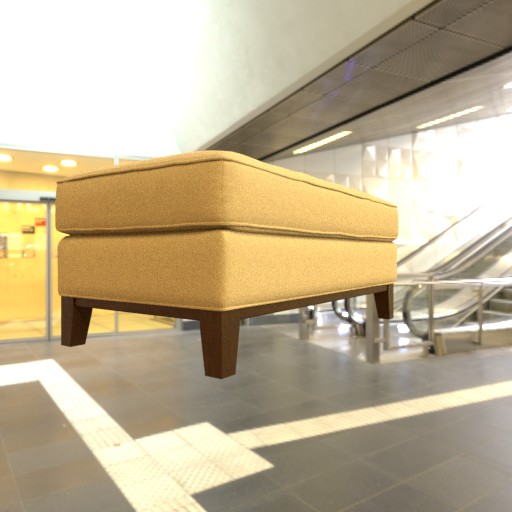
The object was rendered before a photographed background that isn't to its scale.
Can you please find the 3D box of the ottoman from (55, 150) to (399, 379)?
[{"bbox_3d":[0.000,0.000,1.534,0.648,0.508,1.143,0,0,36],"label":"ottoman"}]
